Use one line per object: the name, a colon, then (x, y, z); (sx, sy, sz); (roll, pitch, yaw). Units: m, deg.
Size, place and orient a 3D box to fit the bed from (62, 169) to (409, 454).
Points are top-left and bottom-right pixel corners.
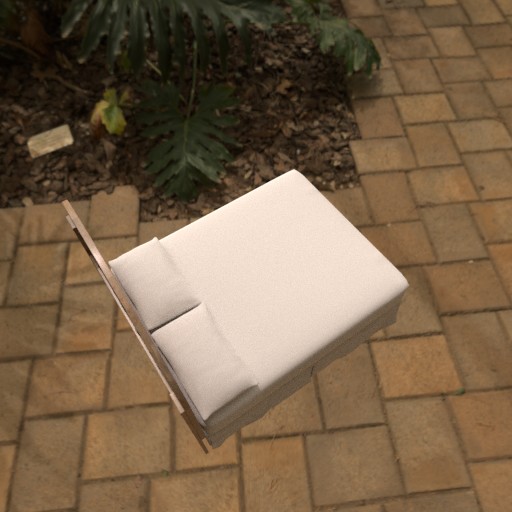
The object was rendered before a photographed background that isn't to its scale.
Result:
bed: (0.000, 0.000, 3.405); (2.112, 2.002, 1.713); (-31, 63, -18)
